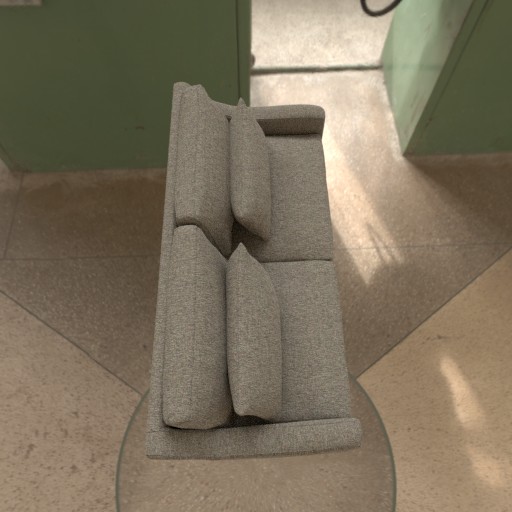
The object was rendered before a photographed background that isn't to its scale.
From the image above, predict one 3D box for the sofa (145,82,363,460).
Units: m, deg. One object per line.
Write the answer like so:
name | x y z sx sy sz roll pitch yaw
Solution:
sofa | 0.000 0.000 2.894 1.103 0.998 2.418 -1 64 -1
